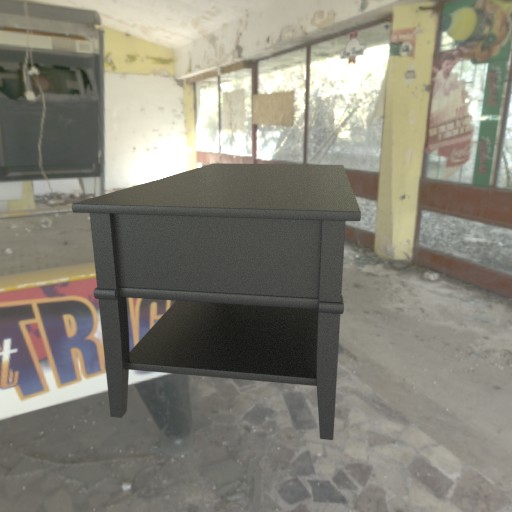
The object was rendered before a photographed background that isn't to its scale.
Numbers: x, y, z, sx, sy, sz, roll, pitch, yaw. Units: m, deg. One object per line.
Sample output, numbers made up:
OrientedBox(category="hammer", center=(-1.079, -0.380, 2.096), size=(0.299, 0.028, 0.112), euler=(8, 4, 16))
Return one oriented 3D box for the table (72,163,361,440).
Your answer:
OrientedBox(category="table", center=(0.000, 0.000, 1.338), size=(0.523, 0.470, 1.044), euler=(3, 16, 9))
